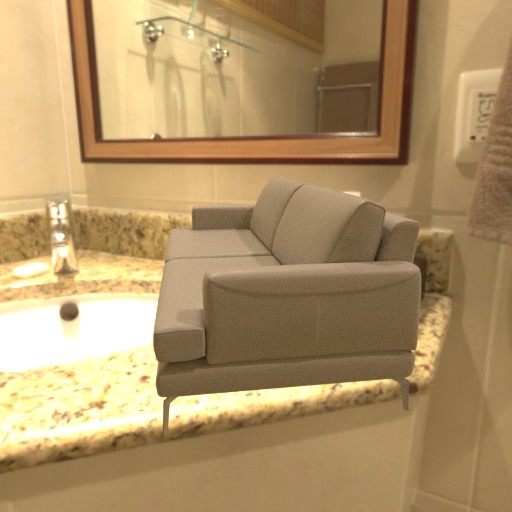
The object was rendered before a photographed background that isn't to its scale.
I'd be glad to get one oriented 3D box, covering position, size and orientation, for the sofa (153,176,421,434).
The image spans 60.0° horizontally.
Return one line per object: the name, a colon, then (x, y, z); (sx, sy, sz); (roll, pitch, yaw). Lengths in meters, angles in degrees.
sofa: (0.000, 0.000, 2.379); (0.974, 0.765, 1.940); (-2, 13, -9)
